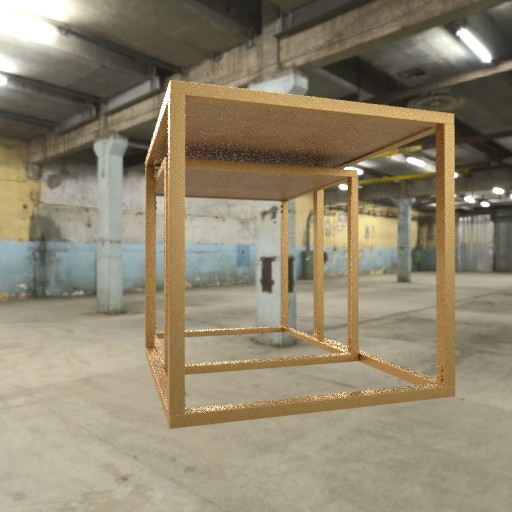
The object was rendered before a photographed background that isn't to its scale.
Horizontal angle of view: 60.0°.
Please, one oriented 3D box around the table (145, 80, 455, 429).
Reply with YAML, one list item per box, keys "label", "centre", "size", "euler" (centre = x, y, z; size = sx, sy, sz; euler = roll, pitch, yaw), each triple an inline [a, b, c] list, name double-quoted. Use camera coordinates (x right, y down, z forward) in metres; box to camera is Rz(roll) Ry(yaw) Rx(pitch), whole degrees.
- label: "table"
  centre: [0.000, 0.000, 1.076]
  size: [0.505, 0.505, 0.762]
  euler: [0, 0, -18]
